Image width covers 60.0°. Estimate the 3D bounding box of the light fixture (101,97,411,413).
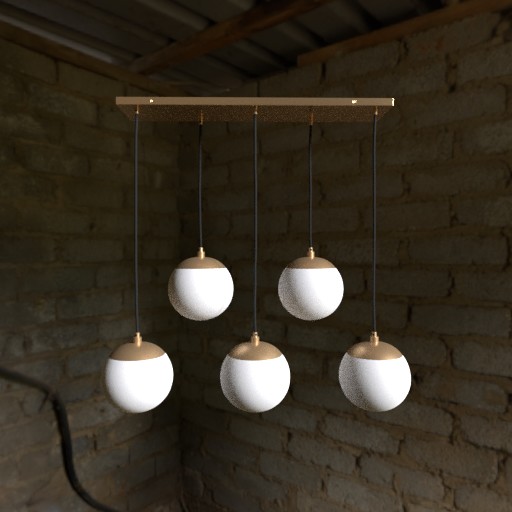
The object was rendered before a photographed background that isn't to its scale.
[{"bbox_3d":[0.000,0.000,1.297,0.863,0.869,0.299,0,1,-1],"label":"light fixture"}]
